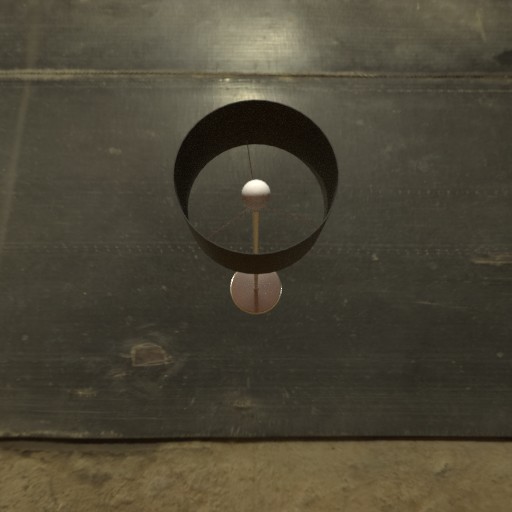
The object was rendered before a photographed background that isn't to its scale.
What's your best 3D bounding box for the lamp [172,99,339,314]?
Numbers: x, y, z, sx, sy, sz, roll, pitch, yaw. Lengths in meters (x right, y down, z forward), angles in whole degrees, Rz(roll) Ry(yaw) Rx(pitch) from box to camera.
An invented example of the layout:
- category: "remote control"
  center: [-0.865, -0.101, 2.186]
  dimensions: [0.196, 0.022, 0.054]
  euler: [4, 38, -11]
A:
- category: "lamp"
  center: [0.000, 0.000, 1.623]
  dimensions: [0.348, 1.443, 0.348]
  euler: [-37, 79, -8]
